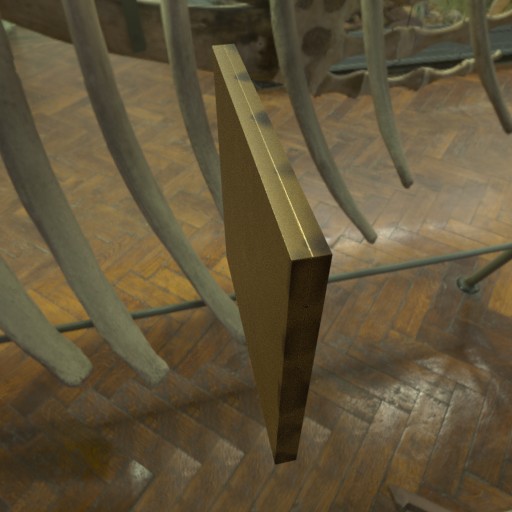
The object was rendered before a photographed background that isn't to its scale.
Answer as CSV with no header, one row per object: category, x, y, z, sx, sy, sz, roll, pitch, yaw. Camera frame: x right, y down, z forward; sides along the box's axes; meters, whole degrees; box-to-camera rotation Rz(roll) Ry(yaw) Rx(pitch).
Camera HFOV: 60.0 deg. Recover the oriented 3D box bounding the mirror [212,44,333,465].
mirror,0.000,0.000,0.753,0.042,0.507,0.509,-9,46,-8
